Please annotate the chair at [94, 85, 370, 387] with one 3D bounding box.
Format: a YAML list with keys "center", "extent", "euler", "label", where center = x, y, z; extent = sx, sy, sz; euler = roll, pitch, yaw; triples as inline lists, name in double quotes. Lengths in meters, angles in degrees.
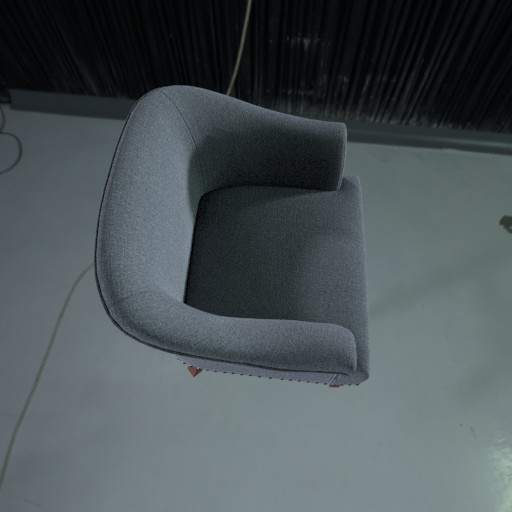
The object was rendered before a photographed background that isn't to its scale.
- center: [0.000, 0.000, 1.398]
  extent: [0.704, 0.815, 0.798]
  euler: [3, 64, 2]
  label: "chair"
